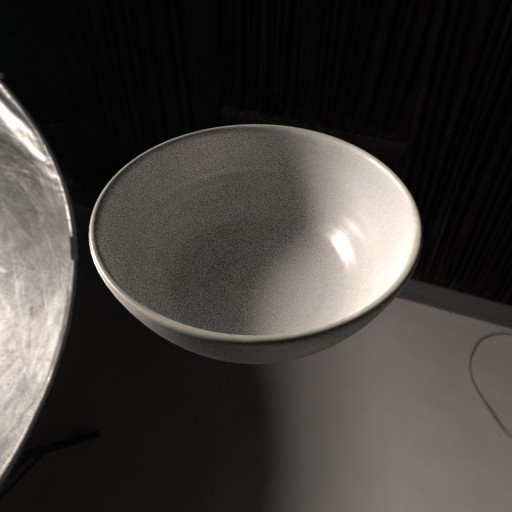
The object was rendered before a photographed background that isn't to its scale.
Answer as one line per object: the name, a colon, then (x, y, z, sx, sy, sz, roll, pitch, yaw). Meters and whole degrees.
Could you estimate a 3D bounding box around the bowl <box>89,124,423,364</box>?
bowl: (0.000, 0.000, 0.409, 0.268, 0.121, 0.268, 0, 45, 0)
